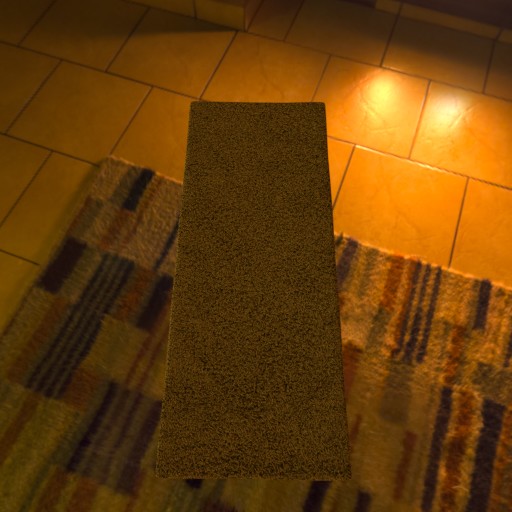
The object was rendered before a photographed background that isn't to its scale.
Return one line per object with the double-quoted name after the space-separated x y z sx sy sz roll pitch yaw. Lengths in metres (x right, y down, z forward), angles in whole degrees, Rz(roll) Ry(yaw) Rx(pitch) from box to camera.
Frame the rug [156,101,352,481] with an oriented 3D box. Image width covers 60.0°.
0.000 0.000 1.689 0.609 0.030 1.524 1 65 0 "rug"
